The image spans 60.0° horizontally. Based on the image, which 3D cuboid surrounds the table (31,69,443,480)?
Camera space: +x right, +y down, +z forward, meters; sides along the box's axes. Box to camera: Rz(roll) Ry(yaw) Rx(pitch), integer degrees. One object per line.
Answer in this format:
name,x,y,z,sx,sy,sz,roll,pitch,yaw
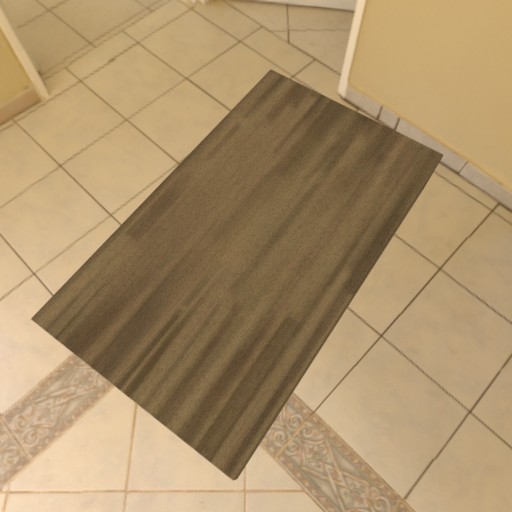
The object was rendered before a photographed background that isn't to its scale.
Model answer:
table,0.000,0.000,1.396,0.643,0.347,1.088,32,68,15
